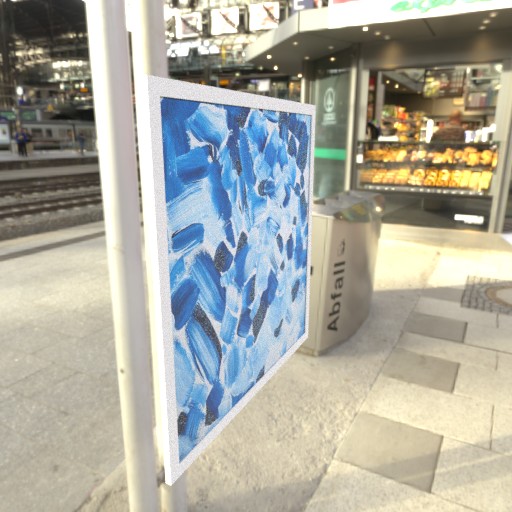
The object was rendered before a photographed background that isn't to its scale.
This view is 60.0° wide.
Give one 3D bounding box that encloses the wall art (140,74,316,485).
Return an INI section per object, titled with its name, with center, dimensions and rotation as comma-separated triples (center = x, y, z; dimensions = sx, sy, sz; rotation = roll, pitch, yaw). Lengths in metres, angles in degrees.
[wall art]
center = 0.000, 0.000, 1.186
dimensions = 0.015, 0.812, 0.812
rotation = 8, 17, 26
